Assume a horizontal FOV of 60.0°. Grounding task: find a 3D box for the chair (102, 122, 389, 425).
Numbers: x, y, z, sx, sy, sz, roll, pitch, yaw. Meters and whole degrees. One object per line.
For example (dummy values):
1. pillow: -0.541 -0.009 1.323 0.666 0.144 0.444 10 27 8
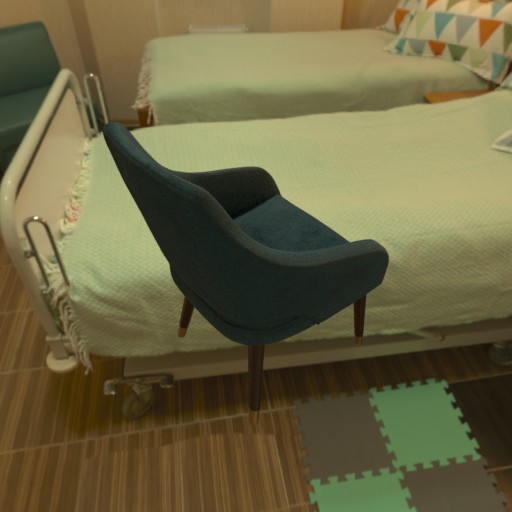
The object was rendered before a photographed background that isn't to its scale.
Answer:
1. chair: 0.000 0.000 1.607 0.794 1.081 0.683 -28 49 -28
